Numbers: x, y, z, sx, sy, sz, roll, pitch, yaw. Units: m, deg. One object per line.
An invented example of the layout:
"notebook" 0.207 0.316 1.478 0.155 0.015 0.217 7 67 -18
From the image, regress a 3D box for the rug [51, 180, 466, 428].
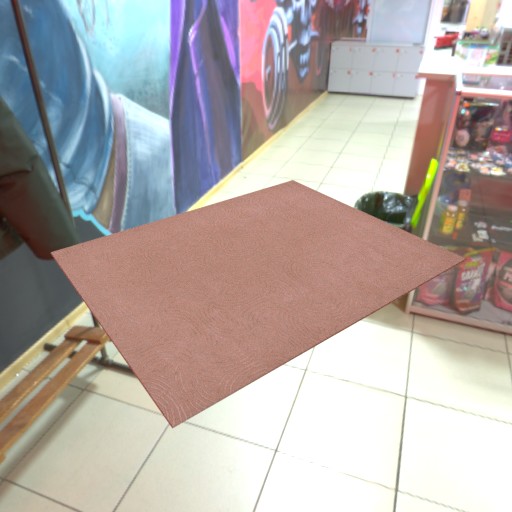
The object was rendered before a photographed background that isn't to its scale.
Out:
"rug" 0.000 0.000 3.524 2.584 0.011 2.073 -21 37 -31
